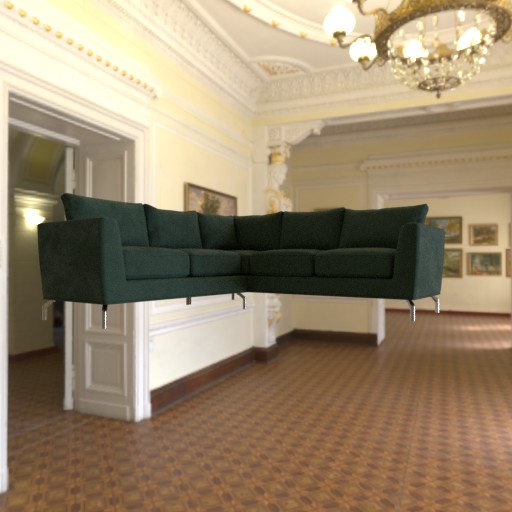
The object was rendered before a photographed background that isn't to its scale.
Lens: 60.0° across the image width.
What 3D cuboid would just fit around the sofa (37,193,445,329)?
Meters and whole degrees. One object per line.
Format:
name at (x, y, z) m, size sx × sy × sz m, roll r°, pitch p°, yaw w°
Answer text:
sofa at (0.000, 0.000, 3.718) m, size 2.452 × 1.004 × 2.468 m, roll -1°, pitch -1°, yaw 36°
